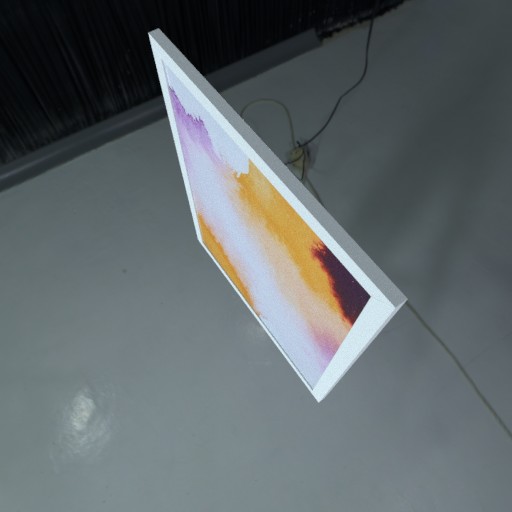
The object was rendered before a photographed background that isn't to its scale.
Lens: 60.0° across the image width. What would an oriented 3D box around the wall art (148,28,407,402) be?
[{"bbox_3d":[0.000,0.000,0.609,0.013,0.456,0.382,-32,68,-15],"label":"wall art"}]
